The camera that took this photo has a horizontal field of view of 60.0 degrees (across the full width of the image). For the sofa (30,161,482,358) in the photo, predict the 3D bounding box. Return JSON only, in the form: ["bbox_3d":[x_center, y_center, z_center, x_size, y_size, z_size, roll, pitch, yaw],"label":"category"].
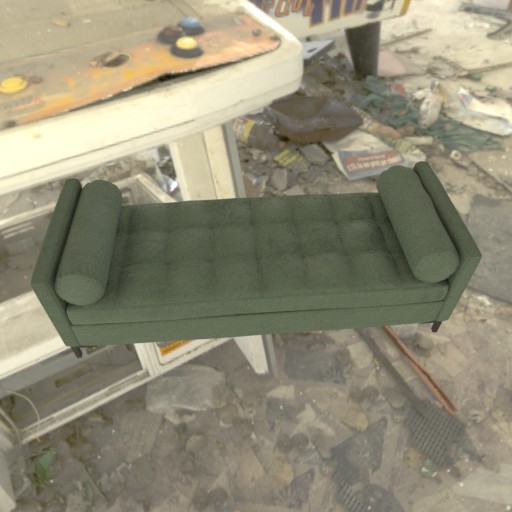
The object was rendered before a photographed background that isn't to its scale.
[{"bbox_3d":[0.000,0.000,2.518,2.130,0.681,0.817,-3,47,-3],"label":"sofa"}]
